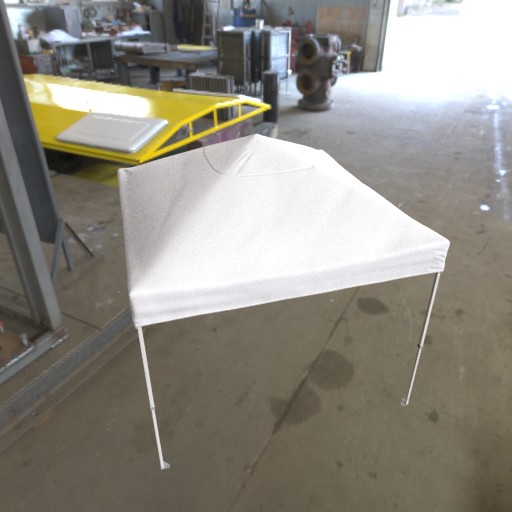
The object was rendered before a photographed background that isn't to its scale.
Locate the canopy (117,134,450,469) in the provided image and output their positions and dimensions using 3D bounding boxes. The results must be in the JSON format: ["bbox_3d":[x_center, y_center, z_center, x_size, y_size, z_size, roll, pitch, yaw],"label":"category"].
[{"bbox_3d":[0.000,0.000,5.443,2.996,2.997,2.998,-9,32,-14],"label":"canopy"}]
